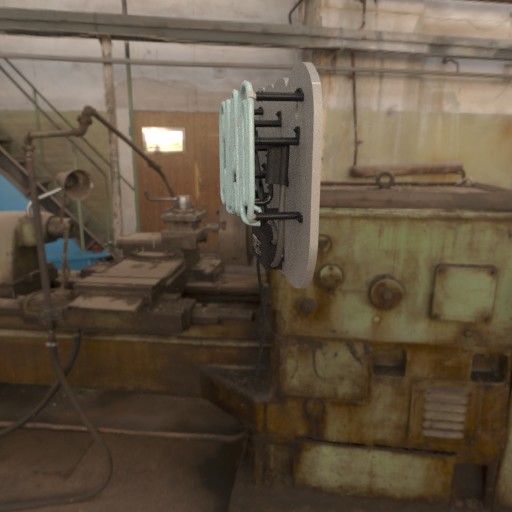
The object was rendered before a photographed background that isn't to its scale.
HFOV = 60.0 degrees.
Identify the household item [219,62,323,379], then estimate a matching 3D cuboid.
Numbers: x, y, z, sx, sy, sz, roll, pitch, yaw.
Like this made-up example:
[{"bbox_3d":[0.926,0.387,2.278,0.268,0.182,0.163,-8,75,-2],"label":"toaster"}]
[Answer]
[{"bbox_3d":[0.000,0.000,0.389,0.042,0.294,0.211,-3,14,-10],"label":"household item"}]
